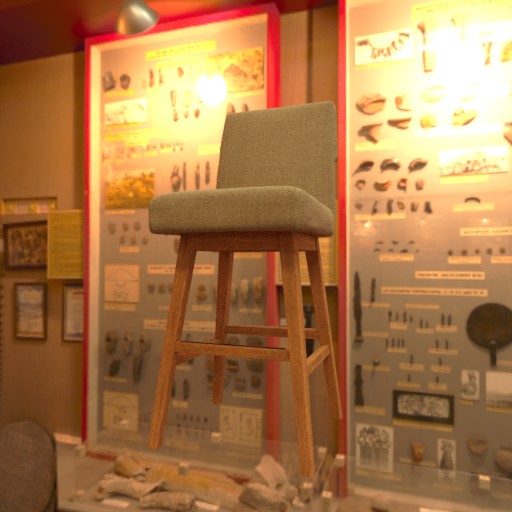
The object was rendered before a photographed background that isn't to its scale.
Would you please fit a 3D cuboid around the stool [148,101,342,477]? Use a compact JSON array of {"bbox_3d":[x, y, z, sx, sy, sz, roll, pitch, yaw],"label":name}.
[{"bbox_3d":[0.000,0.000,1.418,0.483,1.106,0.569,0,0,20],"label":"stool"}]
